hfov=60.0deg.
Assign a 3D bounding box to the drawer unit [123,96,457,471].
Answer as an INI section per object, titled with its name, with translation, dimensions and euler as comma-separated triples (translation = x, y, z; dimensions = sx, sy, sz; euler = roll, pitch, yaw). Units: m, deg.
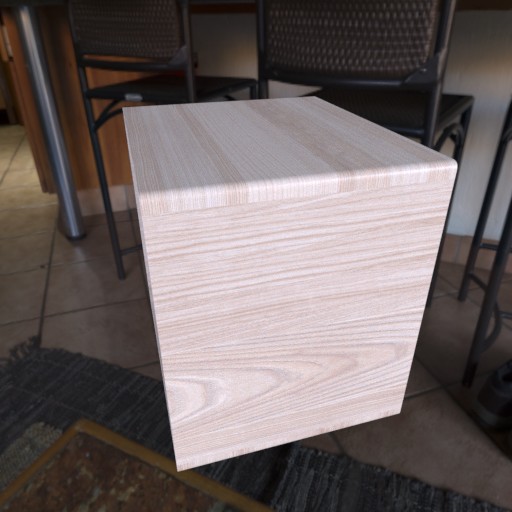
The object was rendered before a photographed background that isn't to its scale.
[drawer unit]
translation = 0.000, 0.000, 0.603
dimensions = 0.290, 0.344, 0.344
euler = -8, 31, -14
